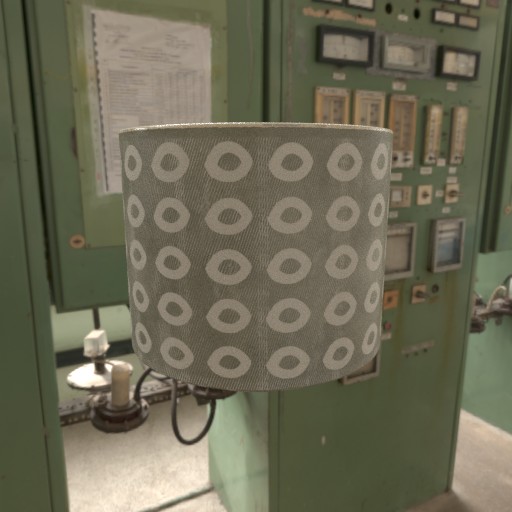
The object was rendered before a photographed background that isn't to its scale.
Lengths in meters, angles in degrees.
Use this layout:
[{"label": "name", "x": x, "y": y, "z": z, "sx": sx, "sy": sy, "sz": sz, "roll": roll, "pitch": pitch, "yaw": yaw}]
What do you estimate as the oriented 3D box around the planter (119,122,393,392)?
[{"label": "planter", "x": 0.000, "y": 0.000, "z": 0.339, "sx": 0.190, "sy": 0.181, "sz": 0.190, "roll": 0, "pitch": 12, "yaw": 0}]
